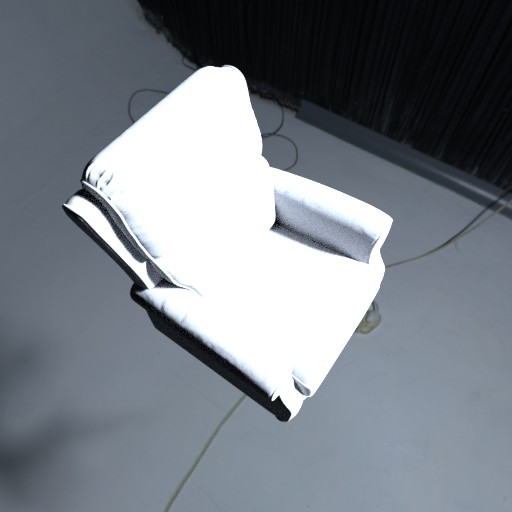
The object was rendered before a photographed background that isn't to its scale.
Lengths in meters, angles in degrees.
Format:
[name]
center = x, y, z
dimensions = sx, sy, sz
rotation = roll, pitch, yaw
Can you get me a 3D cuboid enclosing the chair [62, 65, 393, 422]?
[chair]
center = 0.000, 0.000, 1.735
dimensions = 0.919, 1.046, 0.859
rotation = 32, 65, 17
